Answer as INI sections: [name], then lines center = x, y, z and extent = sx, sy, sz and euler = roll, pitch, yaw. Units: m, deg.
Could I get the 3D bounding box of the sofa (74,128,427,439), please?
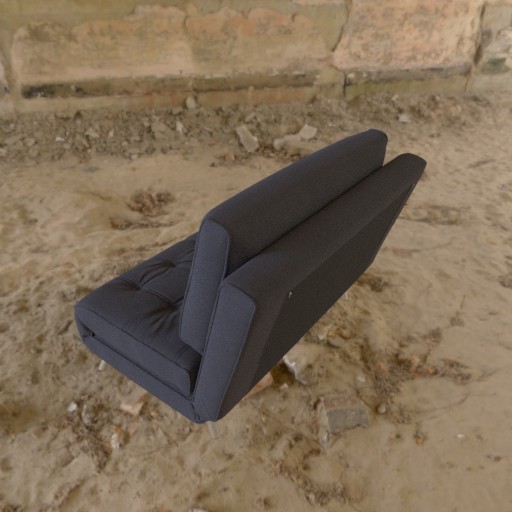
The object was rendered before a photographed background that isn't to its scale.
[sofa]
center = 0.000, 0.000, 1.845
extent = 0.910, 0.910, 1.220
euler = 21, 38, 30
